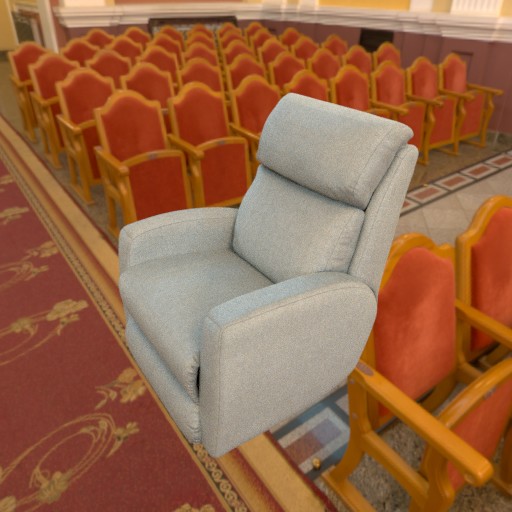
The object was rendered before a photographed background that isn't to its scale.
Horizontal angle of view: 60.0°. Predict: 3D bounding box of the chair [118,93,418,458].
[{"bbox_3d":[0.000,0.000,1.669,0.940,1.016,0.794,-20,37,-29],"label":"chair"}]
